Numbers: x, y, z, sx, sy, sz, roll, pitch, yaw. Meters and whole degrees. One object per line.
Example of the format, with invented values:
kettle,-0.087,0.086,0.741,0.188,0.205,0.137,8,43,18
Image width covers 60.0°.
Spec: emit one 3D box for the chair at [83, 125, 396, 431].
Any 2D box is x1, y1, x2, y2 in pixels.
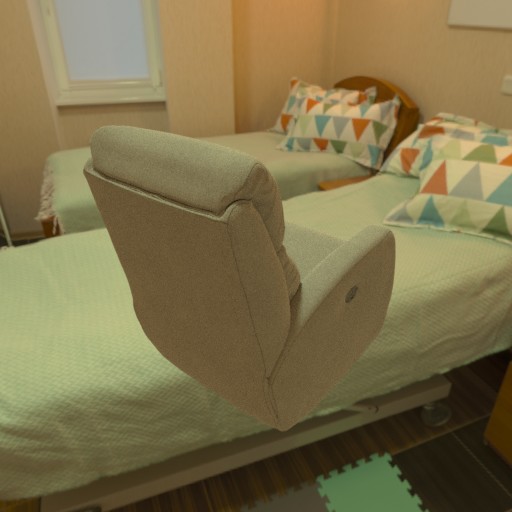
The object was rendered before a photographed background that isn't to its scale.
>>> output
chair,0.000,0.000,1.656,0.794,1.021,0.940,22,36,33
